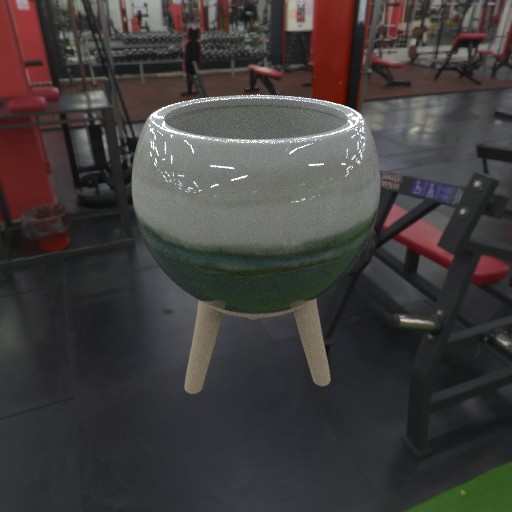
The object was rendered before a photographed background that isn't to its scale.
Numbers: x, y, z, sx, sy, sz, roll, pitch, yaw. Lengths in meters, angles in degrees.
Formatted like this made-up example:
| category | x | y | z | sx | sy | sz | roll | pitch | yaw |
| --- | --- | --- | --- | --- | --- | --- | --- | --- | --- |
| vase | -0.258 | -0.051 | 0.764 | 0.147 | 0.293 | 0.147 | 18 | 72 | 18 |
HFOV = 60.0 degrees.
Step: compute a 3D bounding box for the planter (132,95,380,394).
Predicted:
| category | x | y | z | sx | sy | sz | roll | pitch | yaw |
| --- | --- | --- | --- | --- | --- | --- | --- | --- | --- |
| planter | 0.000 | 0.000 | 0.445 | 0.222 | 0.278 | 0.222 | 0 | 30 | 0 |
